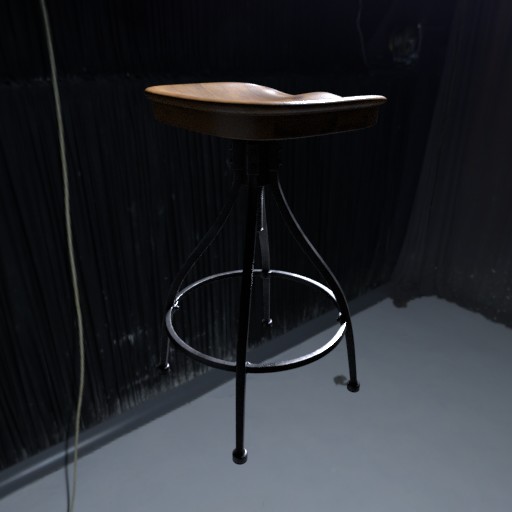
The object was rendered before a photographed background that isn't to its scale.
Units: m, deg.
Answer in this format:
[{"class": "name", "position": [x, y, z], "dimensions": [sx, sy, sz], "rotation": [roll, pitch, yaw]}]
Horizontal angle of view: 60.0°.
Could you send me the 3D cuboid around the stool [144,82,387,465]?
[{"class": "stool", "position": [0.000, 0.000, 0.983], "dimensions": [0.424, 0.694, 0.432], "rotation": [-18, 30, -33]}]
